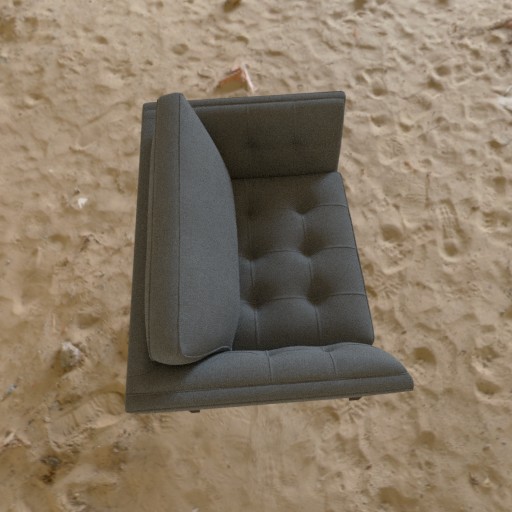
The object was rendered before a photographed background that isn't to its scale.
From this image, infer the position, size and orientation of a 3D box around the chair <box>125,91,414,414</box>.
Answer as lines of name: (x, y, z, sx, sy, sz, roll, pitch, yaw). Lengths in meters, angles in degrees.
chair: (0.000, 0.000, 2.039, 0.965, 0.942, 1.396, -4, 62, -2)
